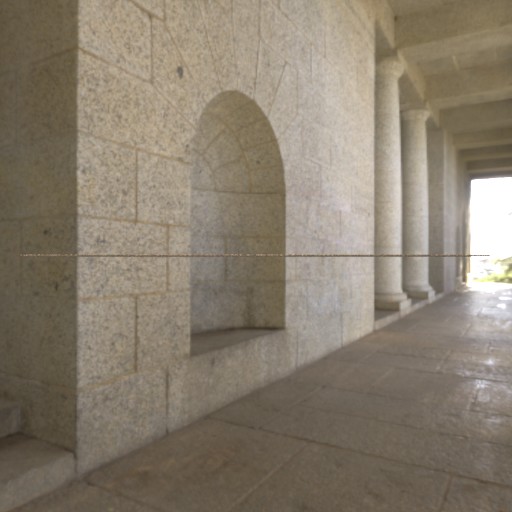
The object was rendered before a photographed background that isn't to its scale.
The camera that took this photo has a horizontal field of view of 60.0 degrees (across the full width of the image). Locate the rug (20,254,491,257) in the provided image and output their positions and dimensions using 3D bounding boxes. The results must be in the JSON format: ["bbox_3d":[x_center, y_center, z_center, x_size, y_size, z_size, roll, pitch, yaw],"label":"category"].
[{"bbox_3d":[0.000,0.000,2.256,1.783,0.008,1.175,0,0,1],"label":"rug"}]
